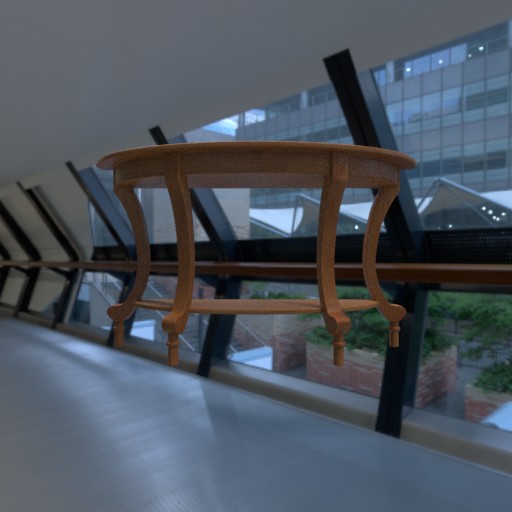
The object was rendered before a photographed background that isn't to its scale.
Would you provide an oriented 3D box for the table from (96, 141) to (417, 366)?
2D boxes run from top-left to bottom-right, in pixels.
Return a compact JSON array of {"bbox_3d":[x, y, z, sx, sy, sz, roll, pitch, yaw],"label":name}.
[{"bbox_3d":[0.000,0.000,1.523,1.198,0.692,0.394,0,1,0],"label":"table"}]
